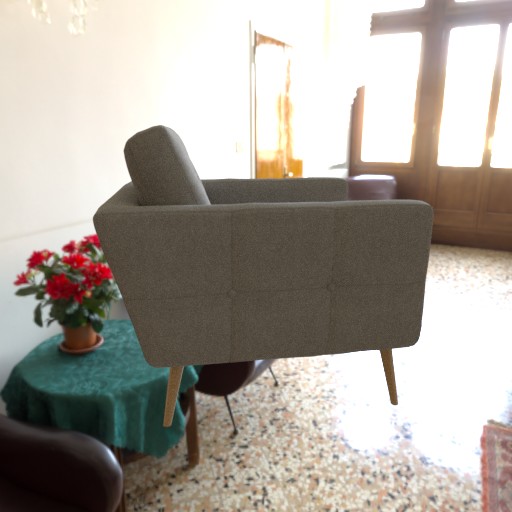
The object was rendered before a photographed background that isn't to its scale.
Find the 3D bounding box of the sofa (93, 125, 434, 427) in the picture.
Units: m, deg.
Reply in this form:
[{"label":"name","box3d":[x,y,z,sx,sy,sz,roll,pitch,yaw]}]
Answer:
[{"label":"sofa","box3d":[0.000,0.000,1.530,0.920,0.860,0.770,-2,16,-9]}]
